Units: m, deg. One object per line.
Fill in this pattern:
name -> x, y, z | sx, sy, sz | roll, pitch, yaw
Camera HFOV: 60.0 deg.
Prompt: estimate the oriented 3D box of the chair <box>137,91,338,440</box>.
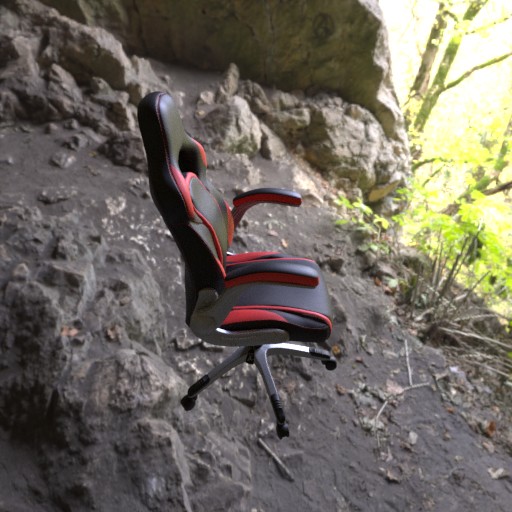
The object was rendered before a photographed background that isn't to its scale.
chair -> 0.000, 0.000, 1.661 | 0.712, 1.165, 0.758 | 0, 32, 0
